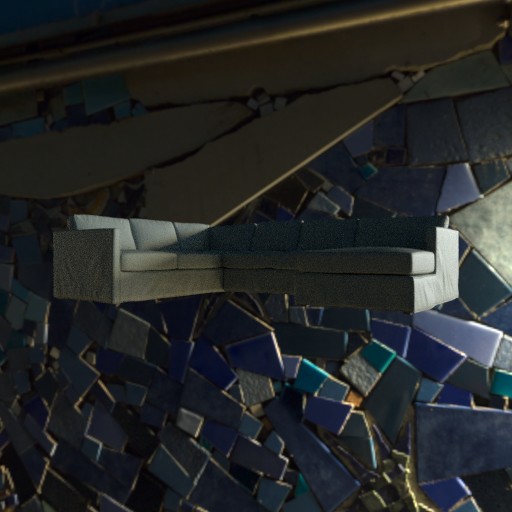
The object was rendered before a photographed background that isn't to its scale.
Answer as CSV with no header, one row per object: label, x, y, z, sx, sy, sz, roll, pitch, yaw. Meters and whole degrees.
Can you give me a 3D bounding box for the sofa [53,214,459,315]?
sofa,0.000,0.000,4.561,3.460,0.882,2.427,0,0,36
